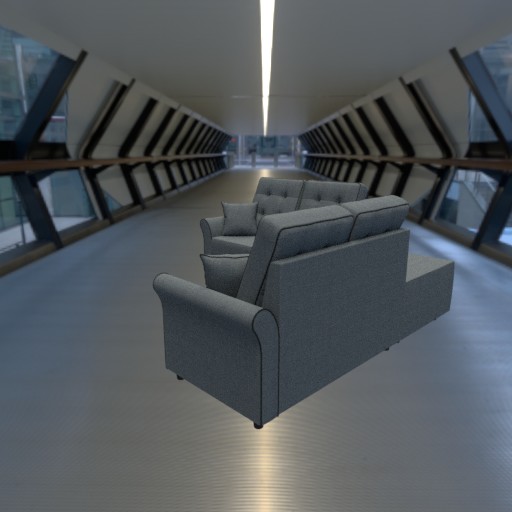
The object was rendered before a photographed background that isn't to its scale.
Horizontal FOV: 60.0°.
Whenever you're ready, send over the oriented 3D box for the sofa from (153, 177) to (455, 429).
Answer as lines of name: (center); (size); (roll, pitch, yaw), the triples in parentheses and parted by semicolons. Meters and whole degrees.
sofa: (0.000, 0.000, 3.238); (2.070, 0.988, 2.068); (-13, 19, -43)
